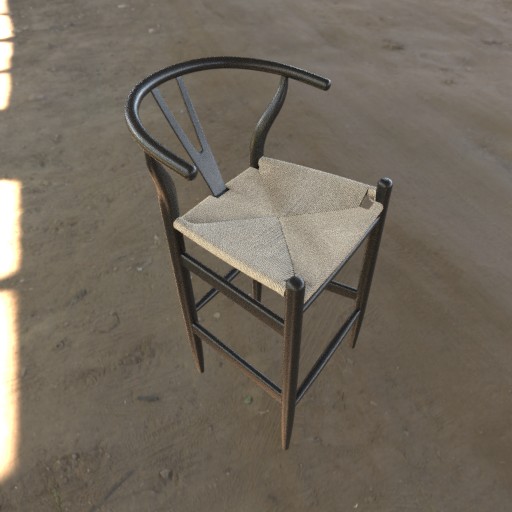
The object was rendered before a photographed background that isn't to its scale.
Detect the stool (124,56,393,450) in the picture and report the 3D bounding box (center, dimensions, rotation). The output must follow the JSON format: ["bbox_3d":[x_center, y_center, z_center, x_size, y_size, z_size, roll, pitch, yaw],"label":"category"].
[{"bbox_3d":[0.000,0.000,1.306,0.579,0.970,0.569,25,48,25],"label":"stool"}]
